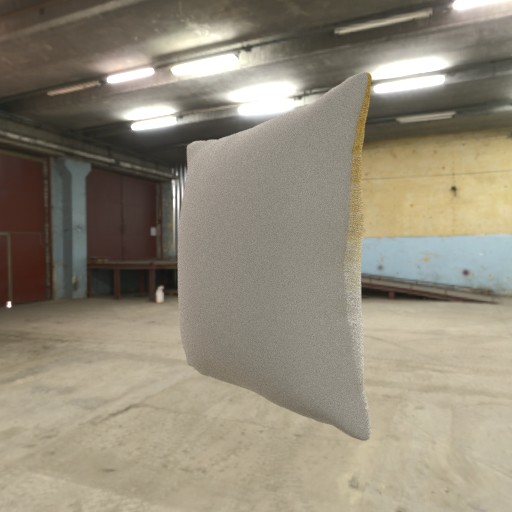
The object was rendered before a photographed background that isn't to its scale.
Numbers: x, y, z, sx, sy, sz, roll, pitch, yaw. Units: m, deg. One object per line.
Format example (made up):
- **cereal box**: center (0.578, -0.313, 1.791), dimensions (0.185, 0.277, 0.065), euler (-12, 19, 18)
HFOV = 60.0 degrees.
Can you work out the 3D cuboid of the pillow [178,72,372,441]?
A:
- **pillow**: center (0.000, 0.000, 0.713), dimensions (0.211, 0.450, 0.450), euler (0, 0, -37)
